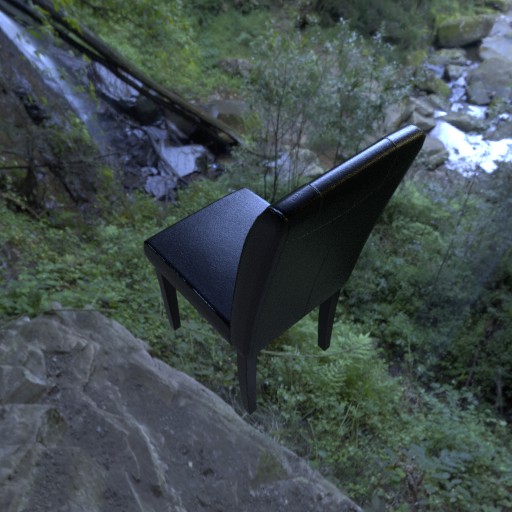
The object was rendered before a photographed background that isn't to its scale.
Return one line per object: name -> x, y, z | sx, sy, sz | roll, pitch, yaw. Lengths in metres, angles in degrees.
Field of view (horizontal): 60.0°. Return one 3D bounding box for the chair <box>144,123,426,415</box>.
chair -> 0.000, 0.000, 1.208 | 0.399, 0.897, 0.556 | -33, 55, -27
